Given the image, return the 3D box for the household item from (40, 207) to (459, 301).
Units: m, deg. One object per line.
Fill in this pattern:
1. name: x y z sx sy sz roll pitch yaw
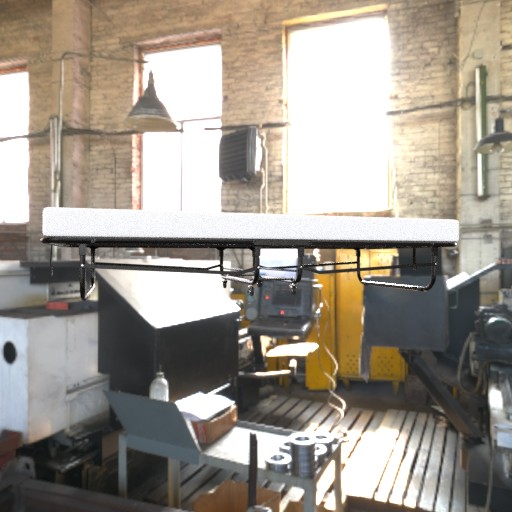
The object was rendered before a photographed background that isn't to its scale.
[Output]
1. household item: 0.000 0.000 2.240 1.905 0.356 0.787 0 0 -17
